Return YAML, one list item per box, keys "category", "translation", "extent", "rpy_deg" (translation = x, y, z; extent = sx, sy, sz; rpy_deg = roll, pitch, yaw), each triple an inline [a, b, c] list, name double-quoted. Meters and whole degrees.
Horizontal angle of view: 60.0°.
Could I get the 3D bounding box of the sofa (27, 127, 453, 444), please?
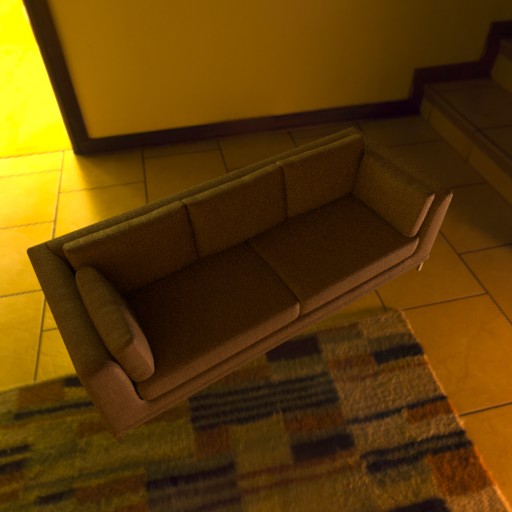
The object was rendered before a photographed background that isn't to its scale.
- category: "sofa"
  translation: [0.000, 0.000, 2.852]
  extent: [2.415, 0.867, 0.969]
  rpy_deg: [-25, 51, -22]
